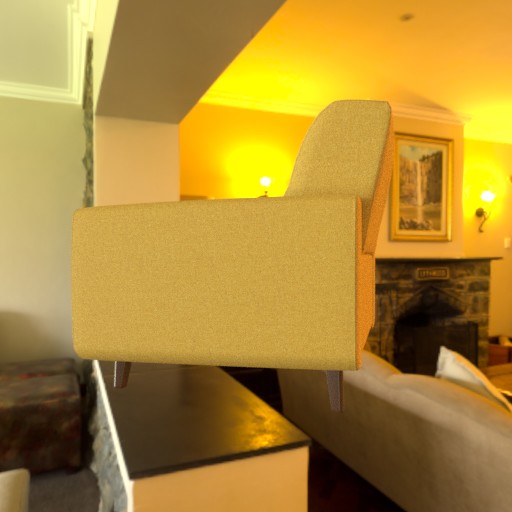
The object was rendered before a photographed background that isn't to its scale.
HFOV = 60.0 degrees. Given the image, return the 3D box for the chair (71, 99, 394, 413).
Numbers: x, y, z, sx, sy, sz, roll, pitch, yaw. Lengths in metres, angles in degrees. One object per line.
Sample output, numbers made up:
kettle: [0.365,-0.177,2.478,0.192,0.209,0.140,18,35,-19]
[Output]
chair: [0.000,0.000,1.533,0.909,0.841,0.831,0,0,18]
